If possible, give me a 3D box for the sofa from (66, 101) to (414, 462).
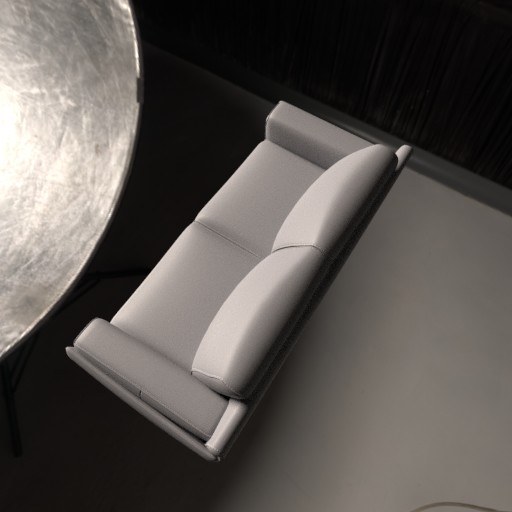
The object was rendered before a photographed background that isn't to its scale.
[{"bbox_3d":[0.000,0.000,2.600,0.969,0.900,2.100,30,66,15],"label":"sofa"}]
